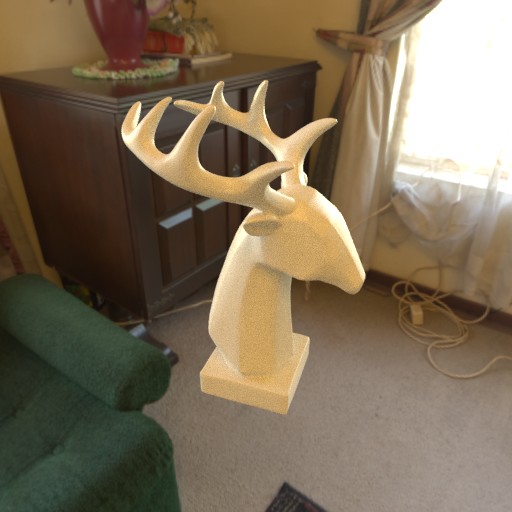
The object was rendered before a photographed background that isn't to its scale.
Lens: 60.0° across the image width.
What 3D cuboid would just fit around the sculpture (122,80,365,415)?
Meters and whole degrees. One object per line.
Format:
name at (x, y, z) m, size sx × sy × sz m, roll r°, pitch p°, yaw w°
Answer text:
sculpture at (0.000, 0.000, 0.459) m, size 0.224 × 0.329 × 0.174 m, roll 10°, pitch 31°, yaw 17°
